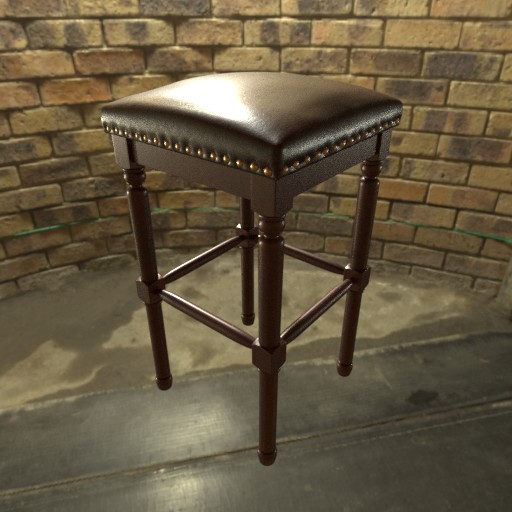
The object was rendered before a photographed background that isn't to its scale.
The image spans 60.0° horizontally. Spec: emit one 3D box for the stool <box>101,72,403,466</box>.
[{"bbox_3d":[0.000,0.000,0.921,0.383,0.702,0.382,22,37,33],"label":"stool"}]
